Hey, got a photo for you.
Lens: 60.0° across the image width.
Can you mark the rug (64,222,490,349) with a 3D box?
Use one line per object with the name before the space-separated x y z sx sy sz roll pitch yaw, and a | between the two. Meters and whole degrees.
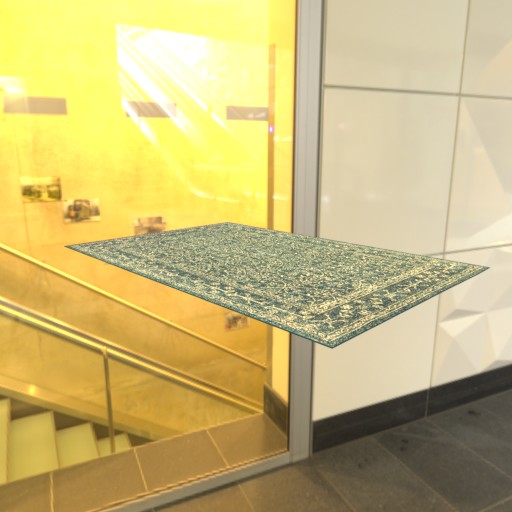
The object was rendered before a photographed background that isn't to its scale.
rug | 0.000 0.000 2.234 1.200 0.005 1.819 -13 19 -43
